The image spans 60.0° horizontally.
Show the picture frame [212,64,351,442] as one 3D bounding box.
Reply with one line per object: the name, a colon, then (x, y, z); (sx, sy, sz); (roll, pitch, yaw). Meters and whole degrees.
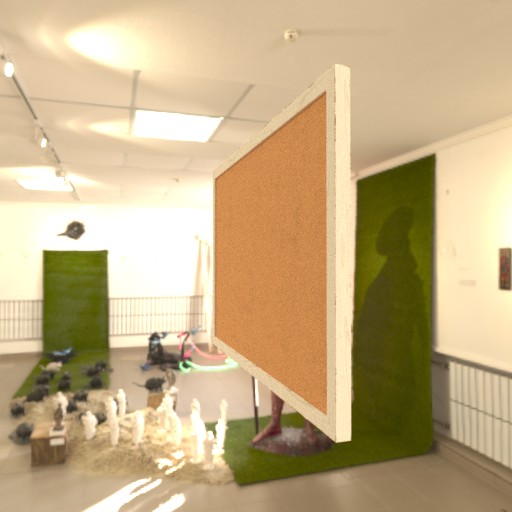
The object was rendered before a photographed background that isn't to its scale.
picture frame: (0.000, 0.000, 1.205); (0.029, 0.640, 0.950); (0, -1, -18)
